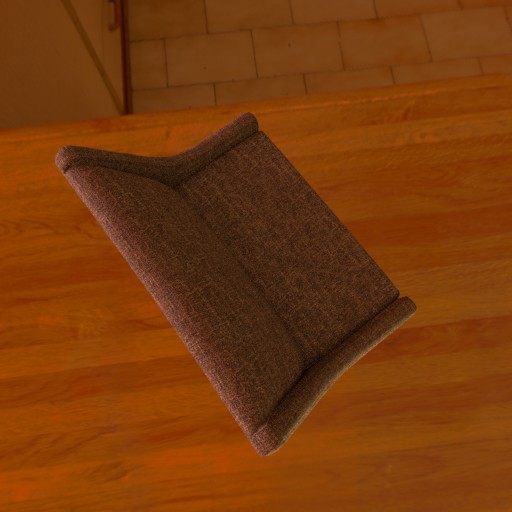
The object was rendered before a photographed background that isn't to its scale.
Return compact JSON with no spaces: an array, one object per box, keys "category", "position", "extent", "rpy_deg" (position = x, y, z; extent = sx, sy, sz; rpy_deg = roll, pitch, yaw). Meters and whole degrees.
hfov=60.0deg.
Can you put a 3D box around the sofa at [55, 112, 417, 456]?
[{"category":"sofa","position":[0.000,0.000,1.942],"extent":[0.870,1.021,1.242],"rpy_deg":[-36,78,-9]}]
